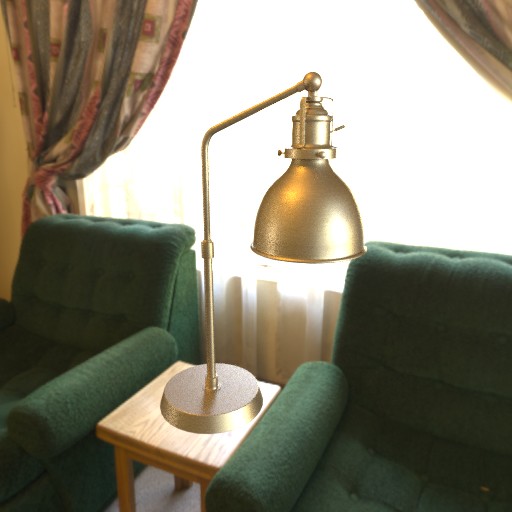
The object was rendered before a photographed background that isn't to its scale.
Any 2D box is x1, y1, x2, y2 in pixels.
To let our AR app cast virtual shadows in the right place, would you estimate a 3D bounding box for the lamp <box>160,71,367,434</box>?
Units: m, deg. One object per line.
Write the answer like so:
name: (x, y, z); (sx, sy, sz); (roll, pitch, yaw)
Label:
lamp: (0.000, 0.000, 0.592); (0.286, 0.456, 0.153); (2, 16, 9)
